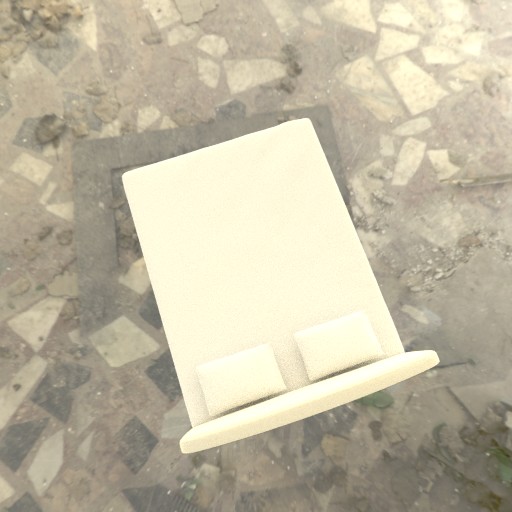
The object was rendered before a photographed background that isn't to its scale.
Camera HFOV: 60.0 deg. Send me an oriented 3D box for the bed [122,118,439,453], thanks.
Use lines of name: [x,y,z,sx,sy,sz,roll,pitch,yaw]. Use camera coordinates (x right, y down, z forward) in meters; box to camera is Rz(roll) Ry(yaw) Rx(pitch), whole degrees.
bed: [0.000,0.000,3.030,1.607,1.410,2.005,-18,77,-4]
